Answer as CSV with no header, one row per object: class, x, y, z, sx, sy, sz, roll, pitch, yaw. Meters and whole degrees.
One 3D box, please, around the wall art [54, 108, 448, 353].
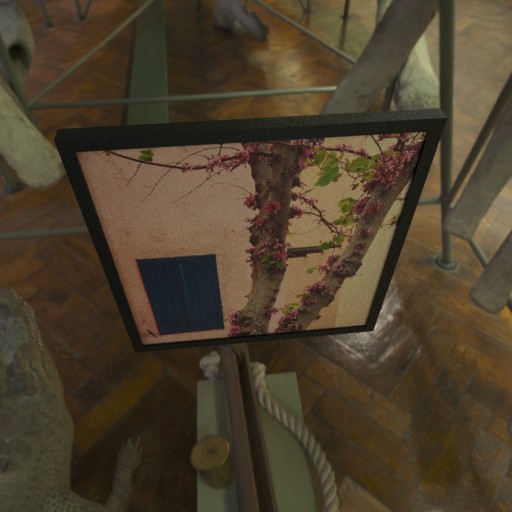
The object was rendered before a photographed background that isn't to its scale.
wall art,0.000,0.000,1.145,0.762,0.762,0.038,-4,47,-4
